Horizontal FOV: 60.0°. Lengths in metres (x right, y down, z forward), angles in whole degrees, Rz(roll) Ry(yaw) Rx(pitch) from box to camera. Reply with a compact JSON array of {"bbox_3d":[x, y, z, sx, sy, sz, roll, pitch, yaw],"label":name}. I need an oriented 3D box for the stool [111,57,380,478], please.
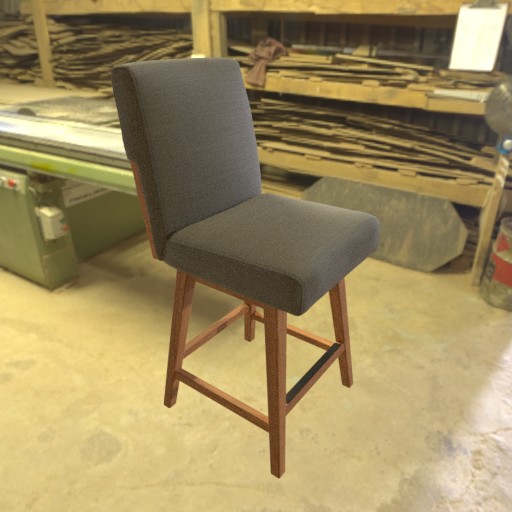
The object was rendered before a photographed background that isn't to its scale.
[{"bbox_3d":[0.000,0.000,1.267,0.570,1.019,0.459,18,32,32],"label":"stool"}]
